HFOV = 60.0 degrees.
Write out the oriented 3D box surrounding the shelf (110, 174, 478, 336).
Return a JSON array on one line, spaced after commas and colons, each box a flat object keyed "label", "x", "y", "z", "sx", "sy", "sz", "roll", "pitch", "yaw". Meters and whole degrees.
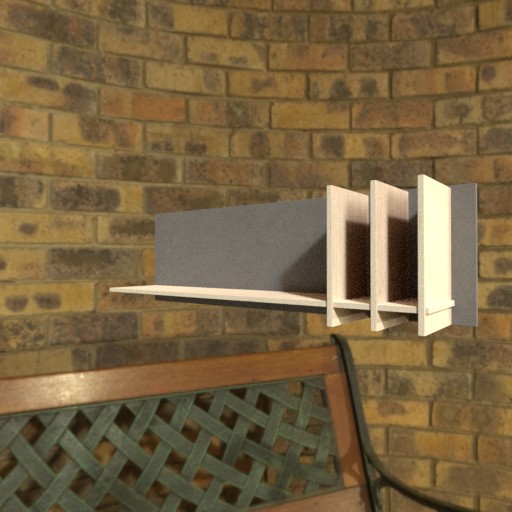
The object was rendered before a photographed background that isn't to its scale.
[{"label": "shelf", "x": 0.000, "y": 0.000, "z": 1.163, "sx": 1.020, "sy": 0.300, "sz": 0.200, "roll": 0, "pitch": -1, "yaw": 37}]
